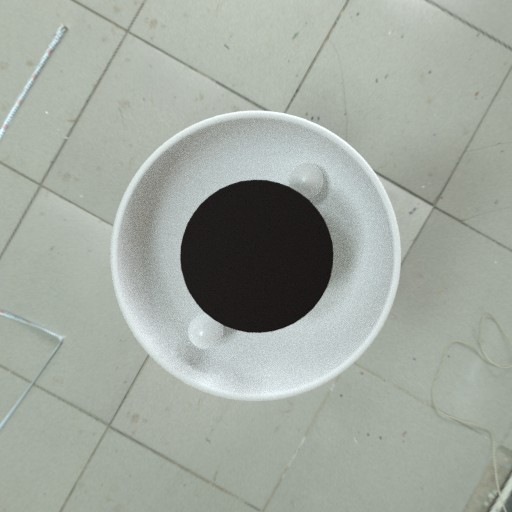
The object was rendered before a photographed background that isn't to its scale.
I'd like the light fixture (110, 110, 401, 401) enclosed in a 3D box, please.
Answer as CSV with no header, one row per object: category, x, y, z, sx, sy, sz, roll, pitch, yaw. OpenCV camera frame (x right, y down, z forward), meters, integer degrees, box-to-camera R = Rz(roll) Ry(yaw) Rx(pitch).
light fixture,0.000,0.000,0.525,0.331,0.212,0.331,0,90,-1
